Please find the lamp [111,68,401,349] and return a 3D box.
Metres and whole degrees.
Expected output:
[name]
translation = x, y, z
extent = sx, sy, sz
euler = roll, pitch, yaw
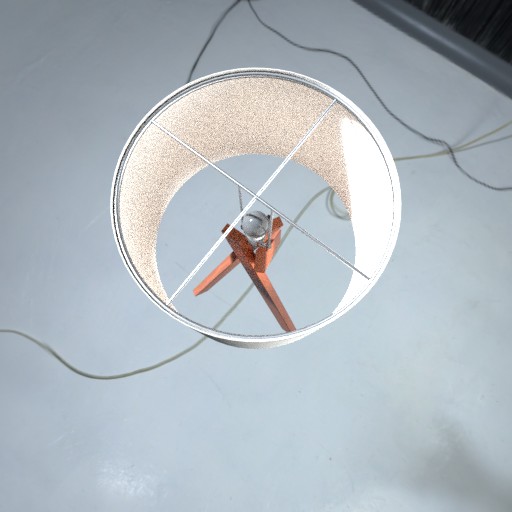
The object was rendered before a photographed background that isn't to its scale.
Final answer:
[lamp]
translation = 0.000, 0.000, 0.913
extent = 0.380, 0.686, 0.380
euler = 37, 79, 8
